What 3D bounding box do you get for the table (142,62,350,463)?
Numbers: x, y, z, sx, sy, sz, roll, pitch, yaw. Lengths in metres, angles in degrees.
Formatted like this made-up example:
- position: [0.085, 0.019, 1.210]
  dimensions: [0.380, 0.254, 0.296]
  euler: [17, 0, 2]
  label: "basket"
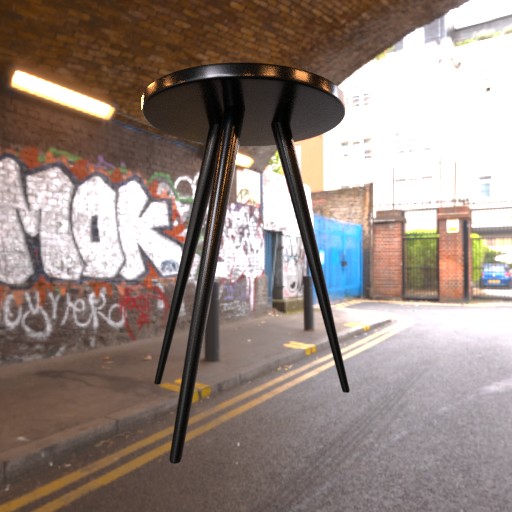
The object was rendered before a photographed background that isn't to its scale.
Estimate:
- position: [0.000, 0.000, 0.825]
  dimensions: [0.415, 0.548, 0.403]
  euler: [0, -1, -19]
  label: "table"
